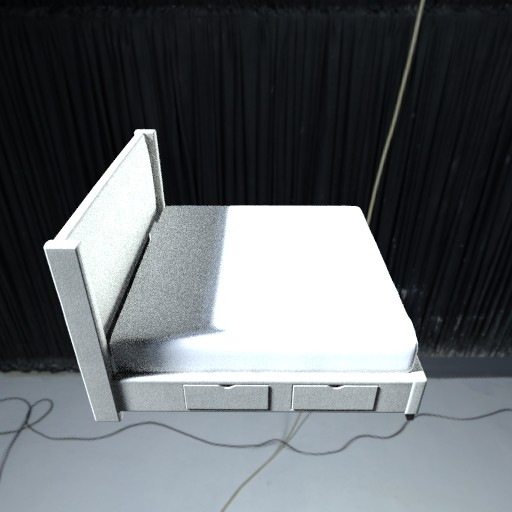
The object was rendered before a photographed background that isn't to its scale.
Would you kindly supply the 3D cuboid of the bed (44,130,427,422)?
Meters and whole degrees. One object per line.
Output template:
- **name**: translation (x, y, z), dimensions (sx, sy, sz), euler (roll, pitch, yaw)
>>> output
- **bed**: translation (0.000, 0.000, 3.659), dimensions (2.280, 1.470, 2.140), euler (0, 32, 0)
